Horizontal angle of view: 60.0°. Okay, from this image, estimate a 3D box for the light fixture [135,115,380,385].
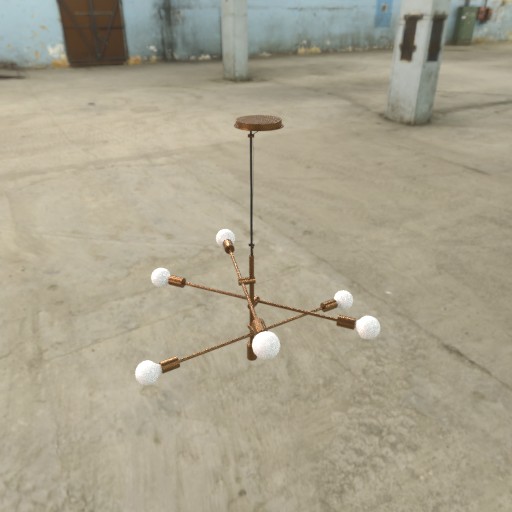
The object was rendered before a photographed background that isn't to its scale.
[{"bbox_3d":[0.000,0.000,1.244,0.682,0.744,0.637,-1,28,-2],"label":"light fixture"}]
